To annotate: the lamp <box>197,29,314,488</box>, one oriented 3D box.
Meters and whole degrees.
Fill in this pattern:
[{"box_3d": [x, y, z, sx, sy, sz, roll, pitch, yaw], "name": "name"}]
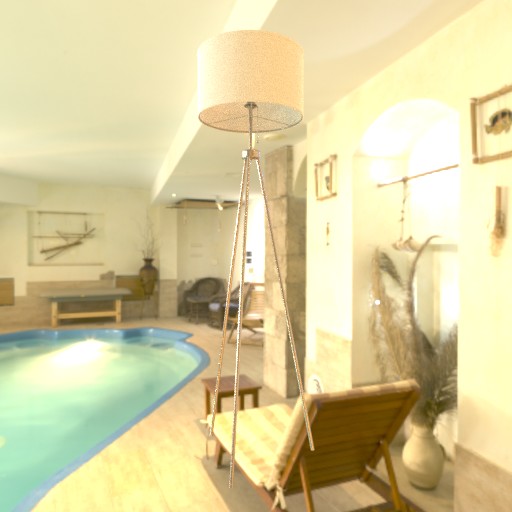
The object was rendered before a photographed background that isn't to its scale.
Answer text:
[{"box_3d": [0.000, 0.000, 1.732, 0.458, 1.545, 0.448, 0, 0, -18], "name": "lamp"}]
